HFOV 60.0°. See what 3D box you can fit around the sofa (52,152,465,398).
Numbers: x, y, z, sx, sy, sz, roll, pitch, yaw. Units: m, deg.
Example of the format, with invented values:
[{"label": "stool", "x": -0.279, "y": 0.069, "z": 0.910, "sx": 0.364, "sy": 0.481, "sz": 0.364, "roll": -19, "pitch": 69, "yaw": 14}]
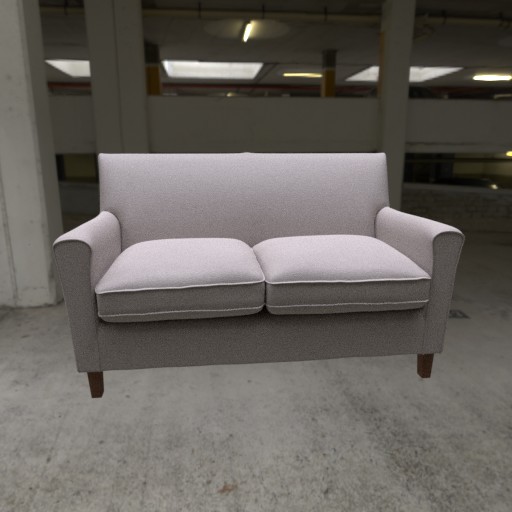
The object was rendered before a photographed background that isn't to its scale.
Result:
[{"label": "sofa", "x": 0.000, "y": 0.000, "z": 1.988, "sx": 1.482, "sy": 0.890, "sz": 0.888, "roll": -2, "pitch": 14, "yaw": -6}]
